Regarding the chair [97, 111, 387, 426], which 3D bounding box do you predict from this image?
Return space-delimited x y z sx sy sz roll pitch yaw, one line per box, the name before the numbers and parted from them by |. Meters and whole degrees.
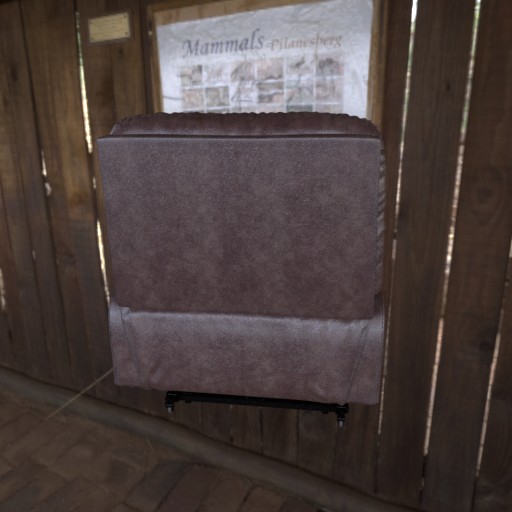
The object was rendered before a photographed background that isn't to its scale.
chair | 0.000 0.000 1.722 0.940 1.041 0.879 2 15 7
